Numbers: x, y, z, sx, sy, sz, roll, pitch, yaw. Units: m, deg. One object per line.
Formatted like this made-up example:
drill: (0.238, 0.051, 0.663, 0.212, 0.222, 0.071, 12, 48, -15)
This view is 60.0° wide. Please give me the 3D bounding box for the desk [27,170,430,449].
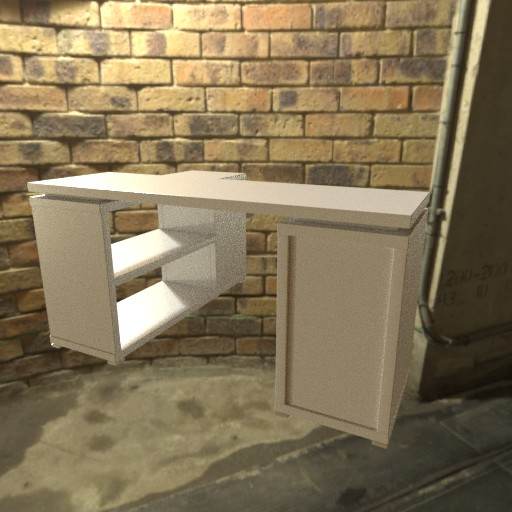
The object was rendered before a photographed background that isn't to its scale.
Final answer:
desk: (0.000, 0.000, 2.134, 1.524, 0.753, 1.200, 8, 19, 25)
